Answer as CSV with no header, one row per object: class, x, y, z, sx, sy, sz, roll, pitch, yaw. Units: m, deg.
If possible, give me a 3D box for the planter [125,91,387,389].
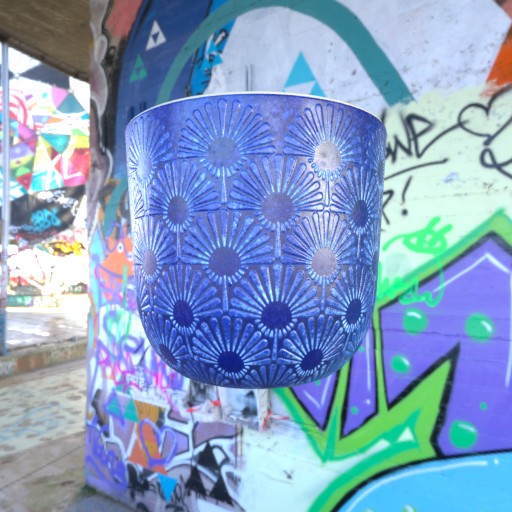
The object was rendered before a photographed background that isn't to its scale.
planter,0.000,0.000,0.361,0.206,0.190,0.206,0,-2,0
